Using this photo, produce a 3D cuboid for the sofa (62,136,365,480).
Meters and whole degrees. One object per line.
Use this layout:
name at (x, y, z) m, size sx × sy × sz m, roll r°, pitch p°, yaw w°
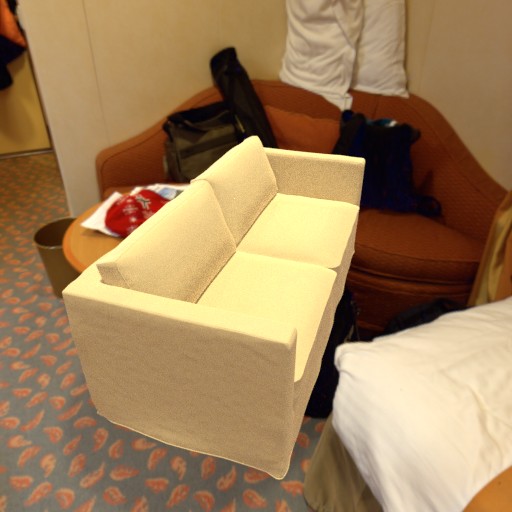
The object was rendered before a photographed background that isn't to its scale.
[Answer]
sofa at (0.000, 0.000, 2.510) m, size 0.940 × 0.870 × 1.987 m, roll 10°, pitch 33°, yaw 16°
